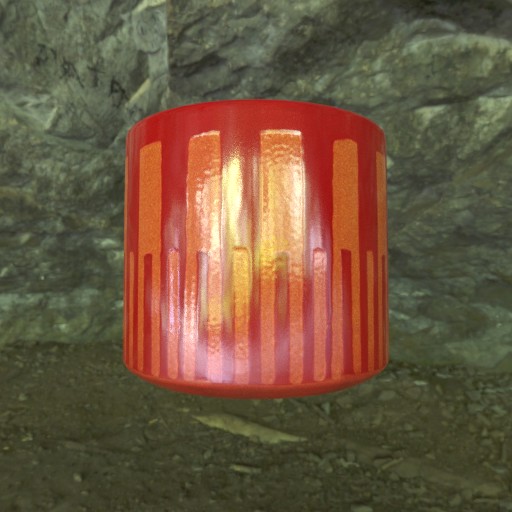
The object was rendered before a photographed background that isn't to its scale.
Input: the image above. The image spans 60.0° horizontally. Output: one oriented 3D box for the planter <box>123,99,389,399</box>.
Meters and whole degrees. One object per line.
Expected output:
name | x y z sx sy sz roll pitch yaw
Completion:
planter | 0.000 0.000 0.403 0.230 0.202 0.230 0 -2 0
